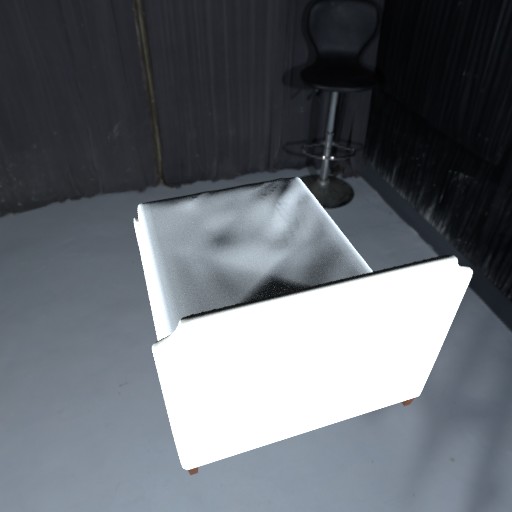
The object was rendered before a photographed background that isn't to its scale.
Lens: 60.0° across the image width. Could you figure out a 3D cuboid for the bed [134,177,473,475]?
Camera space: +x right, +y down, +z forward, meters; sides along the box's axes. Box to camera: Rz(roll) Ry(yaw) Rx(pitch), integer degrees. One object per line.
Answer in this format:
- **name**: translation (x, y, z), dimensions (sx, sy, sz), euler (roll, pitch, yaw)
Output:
- **bed**: translation (0.000, 0.000, 3.379), dimensions (1.712, 1.443, 2.365), euler (-12, 42, -14)
